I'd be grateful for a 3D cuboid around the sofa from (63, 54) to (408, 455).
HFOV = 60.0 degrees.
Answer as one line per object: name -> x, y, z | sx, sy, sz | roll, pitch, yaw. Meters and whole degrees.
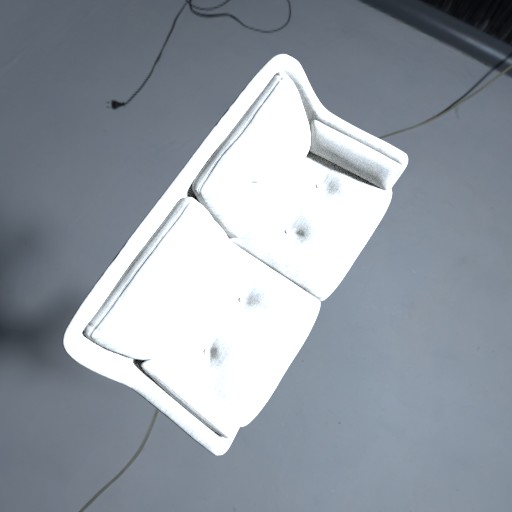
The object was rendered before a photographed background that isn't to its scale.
sofa -> 0.000, 0.000, 2.492 | 0.976, 0.897, 1.930 | 33, 78, 8
